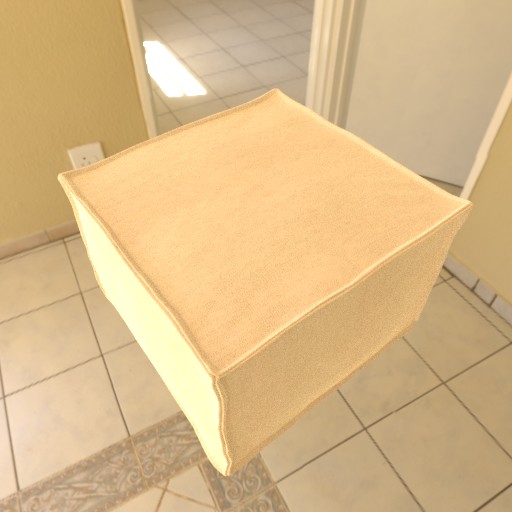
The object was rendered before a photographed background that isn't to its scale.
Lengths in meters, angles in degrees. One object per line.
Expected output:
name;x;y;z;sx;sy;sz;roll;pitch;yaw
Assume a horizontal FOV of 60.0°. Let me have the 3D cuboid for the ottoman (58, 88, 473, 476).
ottoman;0.000;0.000;1.139;0.707;0.470;0.696;-30;54;-25
